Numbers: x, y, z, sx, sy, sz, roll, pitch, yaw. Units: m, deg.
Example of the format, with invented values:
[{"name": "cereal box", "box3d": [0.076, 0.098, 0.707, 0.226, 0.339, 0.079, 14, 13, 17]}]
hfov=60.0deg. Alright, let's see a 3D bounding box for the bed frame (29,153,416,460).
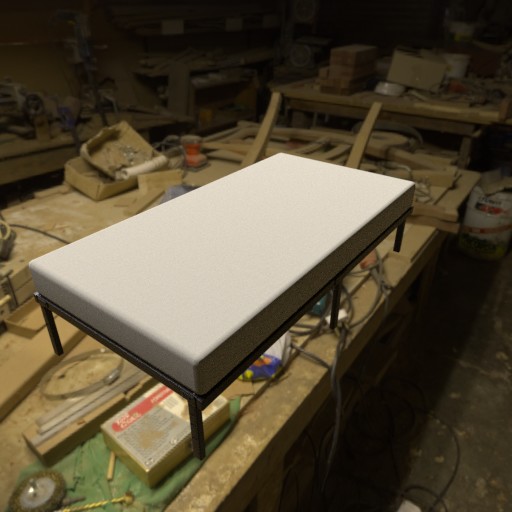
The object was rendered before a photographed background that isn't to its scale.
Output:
[{"name": "bed frame", "box3d": [0.000, 0.000, 3.267, 1.393, 0.680, 2.635, 21, 36, 31]}]
